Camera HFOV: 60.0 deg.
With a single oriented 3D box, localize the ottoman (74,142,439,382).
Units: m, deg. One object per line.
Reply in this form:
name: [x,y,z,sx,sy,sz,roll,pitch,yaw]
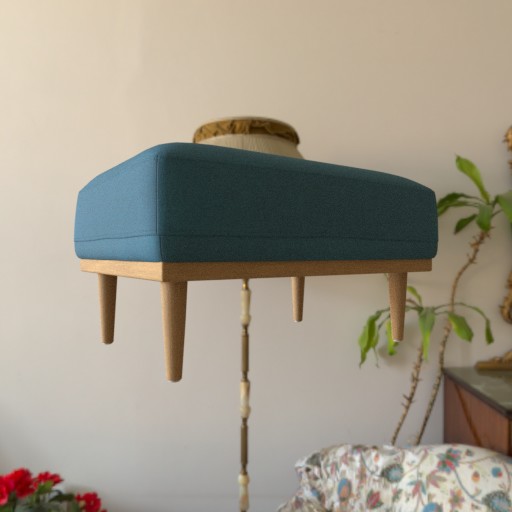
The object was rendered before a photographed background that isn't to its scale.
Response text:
ottoman: [0.000,0.000,1.093,0.749,0.428,0.549,0,0,-35]
